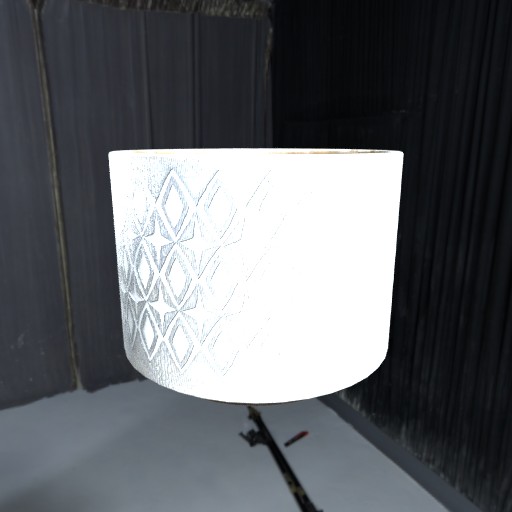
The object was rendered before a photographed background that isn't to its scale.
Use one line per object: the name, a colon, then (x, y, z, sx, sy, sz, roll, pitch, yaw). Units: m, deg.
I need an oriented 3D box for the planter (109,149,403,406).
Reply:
planter: (0.000, 0.000, 0.312, 0.186, 0.144, 0.186, 0, 14, 0)
